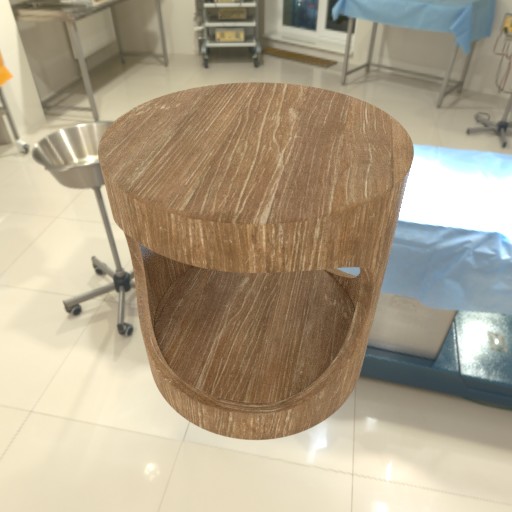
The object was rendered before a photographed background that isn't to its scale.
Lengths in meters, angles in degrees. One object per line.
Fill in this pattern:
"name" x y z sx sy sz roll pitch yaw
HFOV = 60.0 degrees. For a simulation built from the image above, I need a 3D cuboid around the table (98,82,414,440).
"table" 0.000 0.000 0.941 0.527 0.551 0.527 0 40 0
